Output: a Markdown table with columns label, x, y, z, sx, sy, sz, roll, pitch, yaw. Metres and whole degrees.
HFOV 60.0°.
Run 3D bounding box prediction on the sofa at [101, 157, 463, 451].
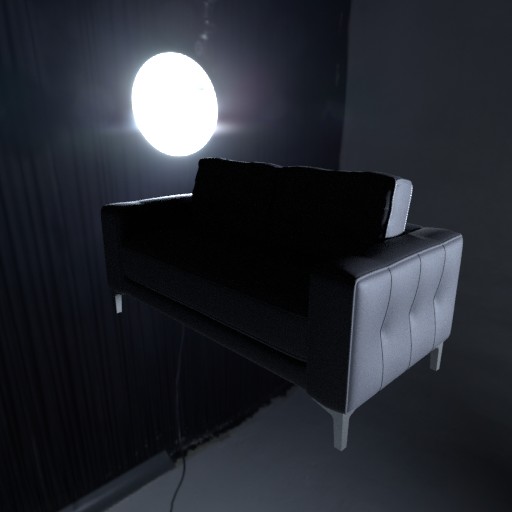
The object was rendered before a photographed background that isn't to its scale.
| label | x | y | z | sx | sy | sz | roll | pitch | yaw |
| --- | --- | --- | --- | --- | --- | --- | --- | --- | --- |
| sofa | 0.000 | 0.000 | 2.229 | 0.833 | 0.893 | 1.726 | -16 | 23 | -42 |
